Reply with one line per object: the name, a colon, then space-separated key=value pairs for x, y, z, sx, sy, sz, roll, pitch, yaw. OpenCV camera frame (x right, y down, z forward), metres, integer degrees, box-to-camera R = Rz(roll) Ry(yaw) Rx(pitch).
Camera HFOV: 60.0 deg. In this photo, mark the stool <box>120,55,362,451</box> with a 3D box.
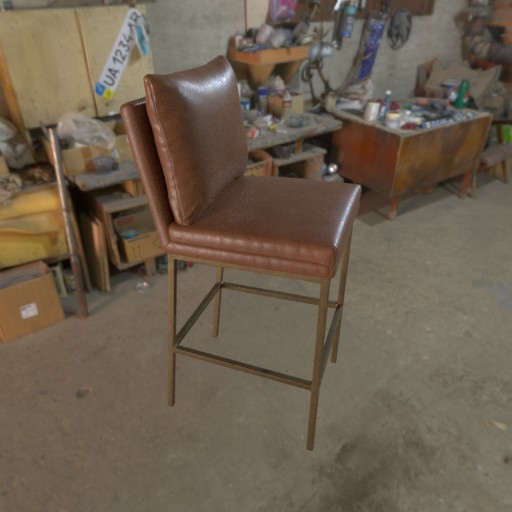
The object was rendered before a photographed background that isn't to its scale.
stool: x=0.000 y=0.000 z=1.418 sx=0.571 sy=1.124 sz=0.463 roll=10 pitch=32 yaw=16
